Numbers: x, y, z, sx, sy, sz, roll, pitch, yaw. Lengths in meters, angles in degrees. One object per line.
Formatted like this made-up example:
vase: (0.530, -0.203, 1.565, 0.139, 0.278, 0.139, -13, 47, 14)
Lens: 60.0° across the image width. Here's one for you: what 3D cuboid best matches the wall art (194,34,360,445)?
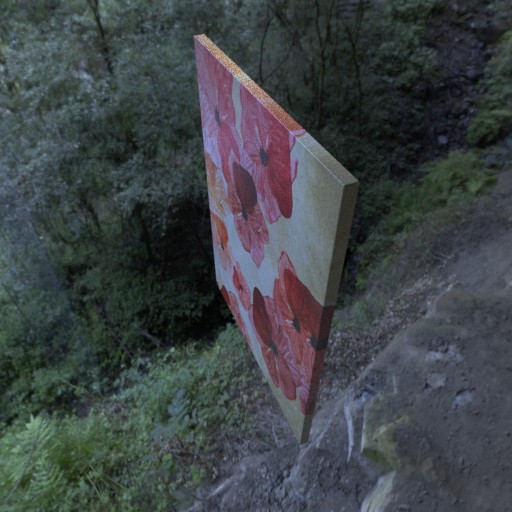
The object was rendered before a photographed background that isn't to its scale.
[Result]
wall art: (0.000, 0.000, 1.321, 0.031, 1.015, 0.762, -18, 47, -17)
